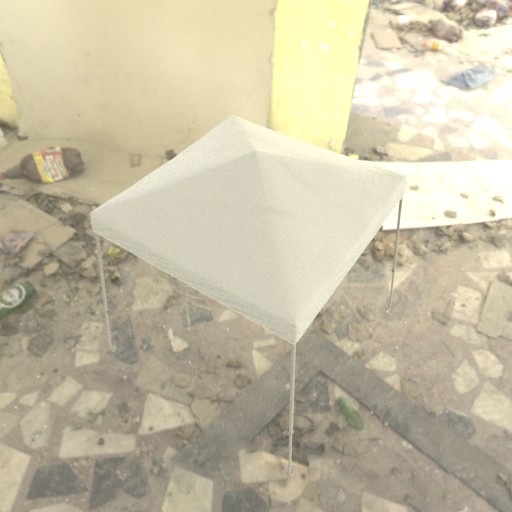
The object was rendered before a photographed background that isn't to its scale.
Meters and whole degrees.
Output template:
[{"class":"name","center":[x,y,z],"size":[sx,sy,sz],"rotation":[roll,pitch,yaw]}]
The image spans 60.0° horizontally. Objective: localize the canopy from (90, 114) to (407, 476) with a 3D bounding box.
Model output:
[{"class":"canopy","center":[0.000,0.000,6.567],"size":[3.600,3.600,3.599],"rotation":[26,52,23]}]
